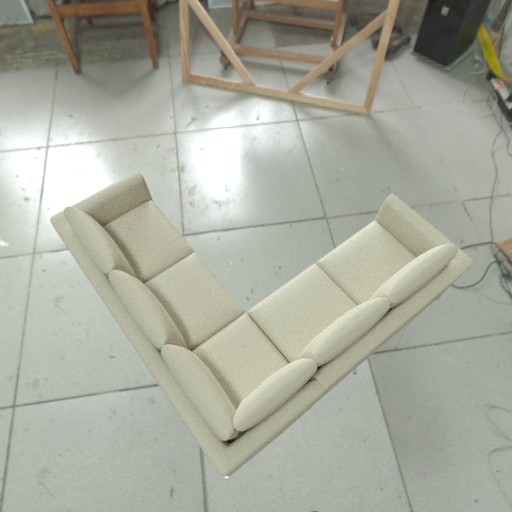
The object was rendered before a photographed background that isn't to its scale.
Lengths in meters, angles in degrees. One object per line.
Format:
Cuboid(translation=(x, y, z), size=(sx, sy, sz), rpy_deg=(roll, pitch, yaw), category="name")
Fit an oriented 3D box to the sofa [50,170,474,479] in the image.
Cuboid(translation=(0.000, 0.000, 3.739), size=(2.430, 0.867, 2.448), rpy_deg=(-34, 64, -19), category="sofa")
